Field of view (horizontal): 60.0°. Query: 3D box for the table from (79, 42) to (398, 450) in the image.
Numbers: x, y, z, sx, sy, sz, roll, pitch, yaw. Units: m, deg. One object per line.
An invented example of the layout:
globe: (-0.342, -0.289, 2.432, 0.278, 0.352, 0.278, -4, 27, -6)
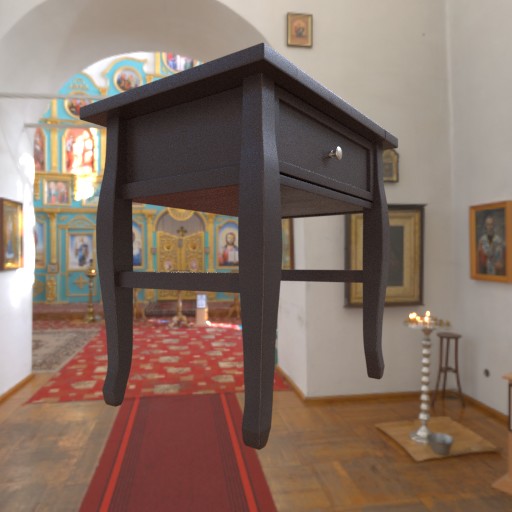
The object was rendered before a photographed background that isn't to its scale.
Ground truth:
table: (0.000, 0.000, 1.012, 0.460, 0.605, 0.602, -1, -1, 36)
